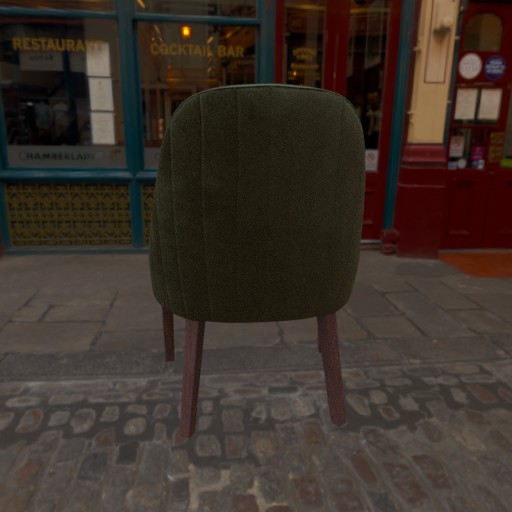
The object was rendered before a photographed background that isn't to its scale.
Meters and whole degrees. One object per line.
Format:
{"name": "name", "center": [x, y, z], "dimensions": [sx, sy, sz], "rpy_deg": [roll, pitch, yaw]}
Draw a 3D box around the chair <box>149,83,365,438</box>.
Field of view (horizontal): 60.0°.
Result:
{"name": "chair", "center": [0.000, 0.000, 1.306], "dimensions": [0.643, 0.889, 0.575], "rpy_deg": [-2, 14, -7]}
